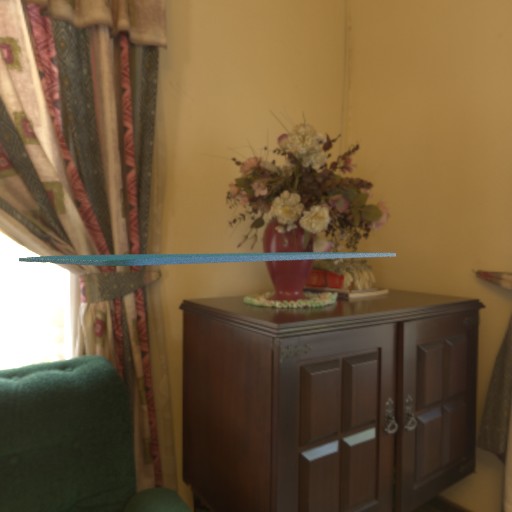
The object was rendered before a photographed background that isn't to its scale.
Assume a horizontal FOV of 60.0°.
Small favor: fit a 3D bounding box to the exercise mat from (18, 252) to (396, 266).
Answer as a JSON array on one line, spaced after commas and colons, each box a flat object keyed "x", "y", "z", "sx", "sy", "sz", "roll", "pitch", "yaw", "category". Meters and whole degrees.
[{"x": 0.000, "y": 0.000, "z": 2.023, "sx": 0.616, "sy": 0.021, "sz": 1.869, "roll": 1, "pitch": 1, "yaw": 39, "category": "exercise mat"}]
